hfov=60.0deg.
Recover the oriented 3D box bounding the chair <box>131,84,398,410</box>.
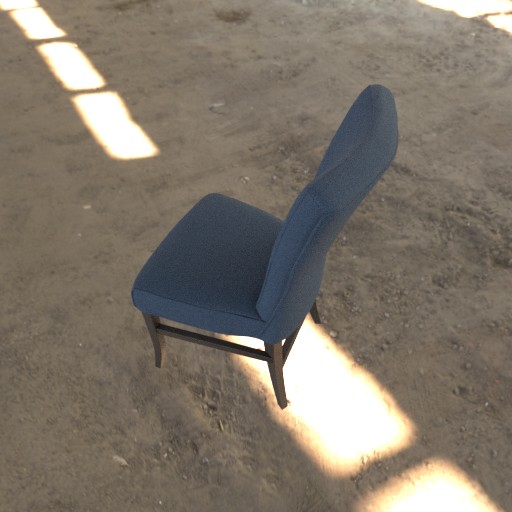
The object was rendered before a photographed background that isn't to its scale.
[{"bbox_3d":[0.000,0.000,1.381,0.660,0.991,0.520,18,49,16],"label":"chair"}]
